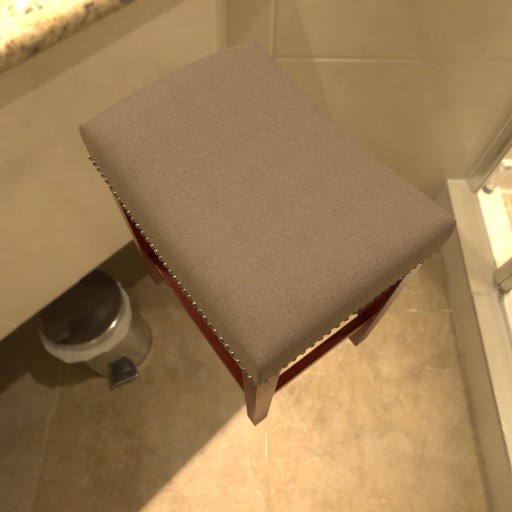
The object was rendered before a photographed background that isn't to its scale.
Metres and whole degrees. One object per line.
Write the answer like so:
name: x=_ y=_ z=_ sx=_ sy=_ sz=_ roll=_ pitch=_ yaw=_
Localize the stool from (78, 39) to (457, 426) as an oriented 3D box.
stool: x=0.000 y=0.000 z=0.934 sx=0.375 sy=0.632 sz=0.509 roll=-33 pitch=68 yaw=-16
